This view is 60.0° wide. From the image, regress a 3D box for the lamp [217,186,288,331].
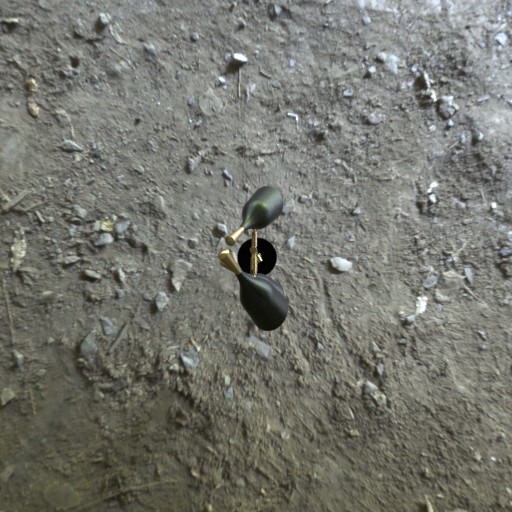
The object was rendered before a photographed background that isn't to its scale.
[{"bbox_3d":[0.000,0.000,1.941,0.253,1.778,0.434,0,89,0],"label":"lamp"}]
